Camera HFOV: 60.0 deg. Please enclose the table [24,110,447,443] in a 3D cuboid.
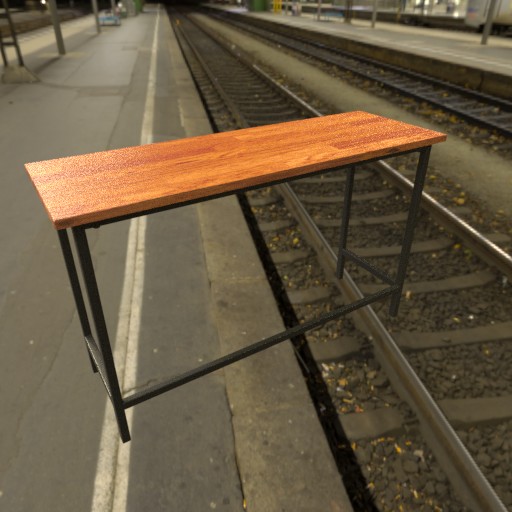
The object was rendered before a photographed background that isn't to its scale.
[{"bbox_3d":[0.000,0.000,1.494,1.204,0.740,0.408,-17,35,-27],"label":"table"}]
